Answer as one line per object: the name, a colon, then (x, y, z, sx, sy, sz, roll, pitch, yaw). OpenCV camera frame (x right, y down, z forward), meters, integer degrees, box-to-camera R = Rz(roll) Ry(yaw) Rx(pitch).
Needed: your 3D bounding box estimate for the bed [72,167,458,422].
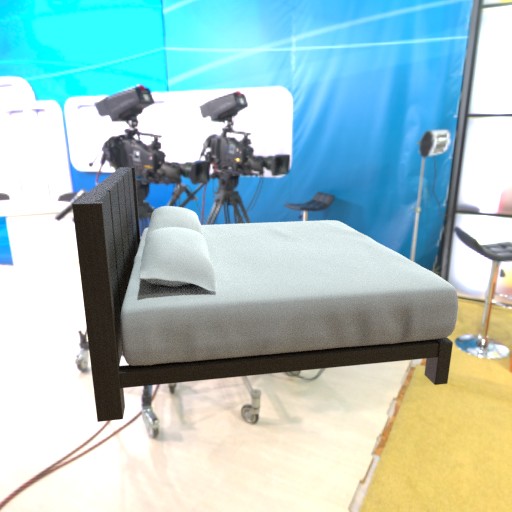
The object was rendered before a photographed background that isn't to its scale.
bed: (0.000, 0.000, 3.566, 2.238, 1.261, 2.143, -3, 16, -10)
